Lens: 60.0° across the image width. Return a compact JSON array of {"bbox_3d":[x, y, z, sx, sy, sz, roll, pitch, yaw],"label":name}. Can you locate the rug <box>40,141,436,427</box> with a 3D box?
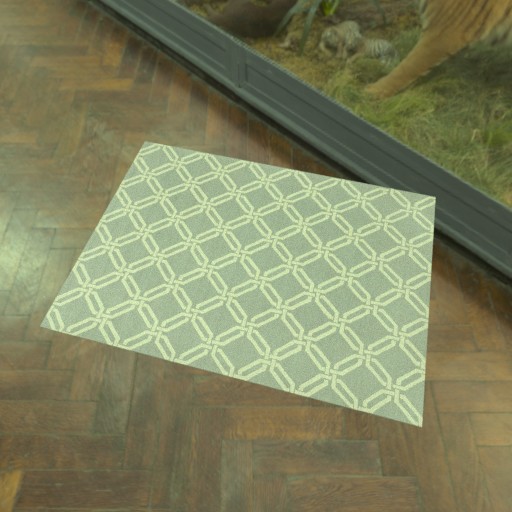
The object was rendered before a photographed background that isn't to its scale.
[{"bbox_3d":[0.000,0.000,4.366,3.353,0.013,2.438,13,58,8],"label":"rug"}]
